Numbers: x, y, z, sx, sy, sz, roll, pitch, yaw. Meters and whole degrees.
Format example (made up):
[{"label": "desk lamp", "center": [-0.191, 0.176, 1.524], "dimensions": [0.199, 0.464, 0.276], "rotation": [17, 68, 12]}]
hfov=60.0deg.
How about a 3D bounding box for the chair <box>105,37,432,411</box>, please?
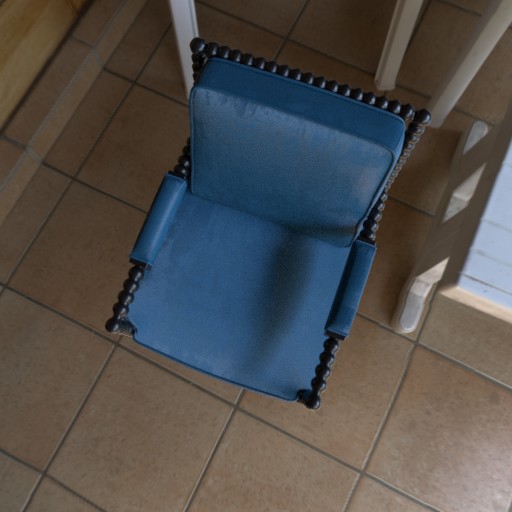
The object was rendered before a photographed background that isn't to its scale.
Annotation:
[{"label": "chair", "center": [0.000, 0.000, 1.419], "dimensions": [0.688, 0.857, 0.805], "rotation": [20, 77, 5]}]
